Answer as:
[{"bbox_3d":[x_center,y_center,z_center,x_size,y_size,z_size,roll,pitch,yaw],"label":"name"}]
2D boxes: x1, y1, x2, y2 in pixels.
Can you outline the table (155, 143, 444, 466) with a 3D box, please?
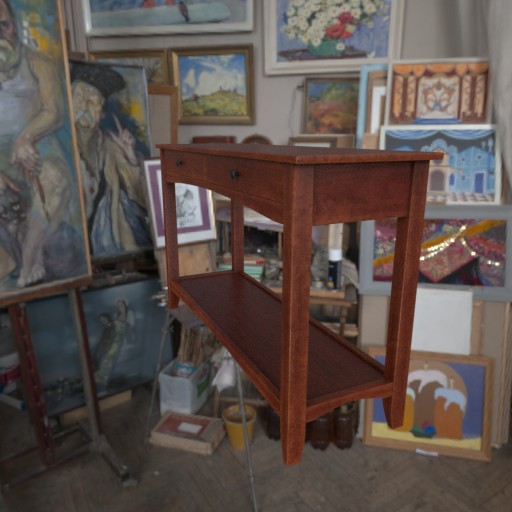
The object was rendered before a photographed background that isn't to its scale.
[{"bbox_3d":[0.000,0.000,1.546,0.392,0.739,1.188,-7,17,-24],"label":"table"}]
